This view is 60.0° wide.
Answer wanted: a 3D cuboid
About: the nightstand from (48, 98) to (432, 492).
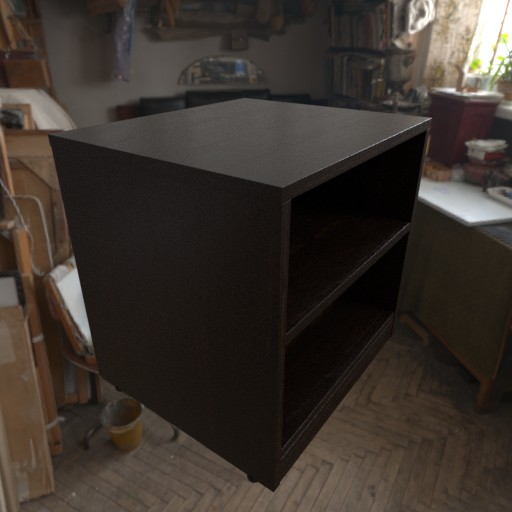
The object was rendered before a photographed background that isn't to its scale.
[{"bbox_3d":[0.000,0.000,0.846,0.427,0.487,0.489,19,33,32],"label":"nightstand"}]
